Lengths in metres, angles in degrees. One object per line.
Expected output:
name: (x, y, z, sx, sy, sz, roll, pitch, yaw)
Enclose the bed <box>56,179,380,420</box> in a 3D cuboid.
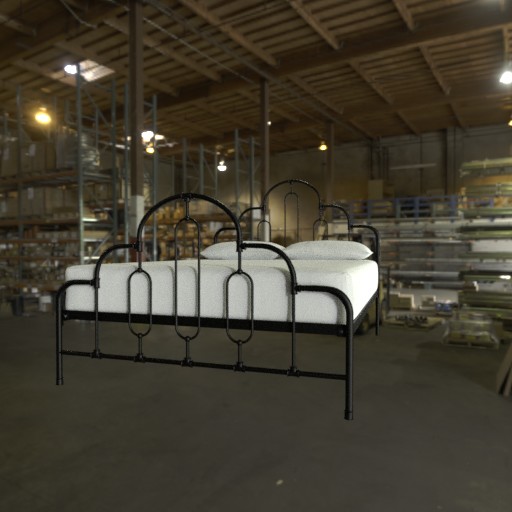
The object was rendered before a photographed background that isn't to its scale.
bed: (0.000, 0.000, 3.217, 1.626, 1.444, 2.181, 0, 1, 19)
